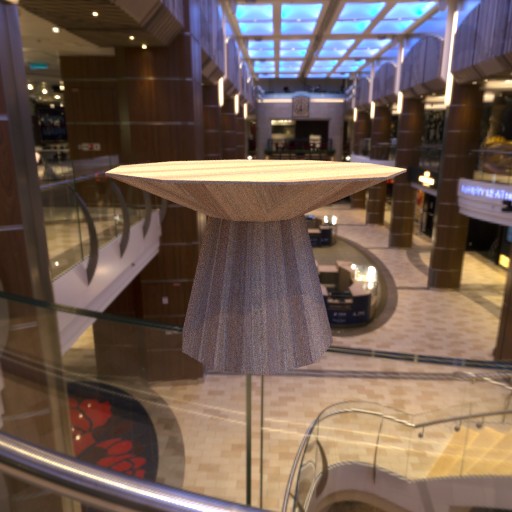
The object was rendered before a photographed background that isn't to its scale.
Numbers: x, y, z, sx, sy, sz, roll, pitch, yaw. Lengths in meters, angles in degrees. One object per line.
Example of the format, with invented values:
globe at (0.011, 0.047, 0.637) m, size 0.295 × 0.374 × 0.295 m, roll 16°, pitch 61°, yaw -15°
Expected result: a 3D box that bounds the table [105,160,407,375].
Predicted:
table at (0.000, 0.000, 1.914) m, size 1.186 × 0.752 × 1.186 m, roll 0°, pitch 15°, yaw 0°
